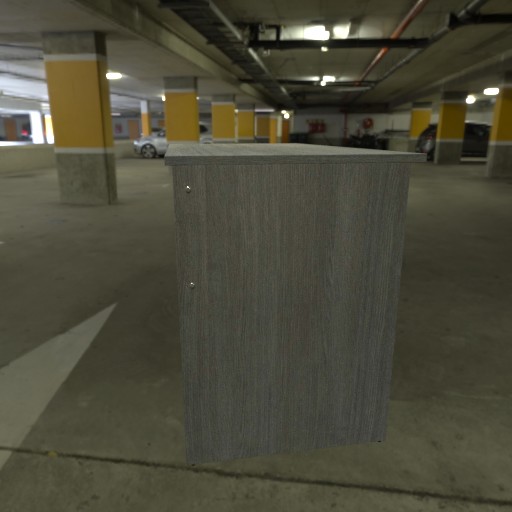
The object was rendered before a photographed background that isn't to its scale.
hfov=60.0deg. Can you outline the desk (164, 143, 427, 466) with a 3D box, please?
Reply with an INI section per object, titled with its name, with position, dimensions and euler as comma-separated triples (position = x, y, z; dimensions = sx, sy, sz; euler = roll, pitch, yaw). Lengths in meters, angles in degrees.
[desk]
position = 0.000, 0.000, 1.530
dimensions = 0.560, 0.730, 1.096
euler = -3, 16, -10
